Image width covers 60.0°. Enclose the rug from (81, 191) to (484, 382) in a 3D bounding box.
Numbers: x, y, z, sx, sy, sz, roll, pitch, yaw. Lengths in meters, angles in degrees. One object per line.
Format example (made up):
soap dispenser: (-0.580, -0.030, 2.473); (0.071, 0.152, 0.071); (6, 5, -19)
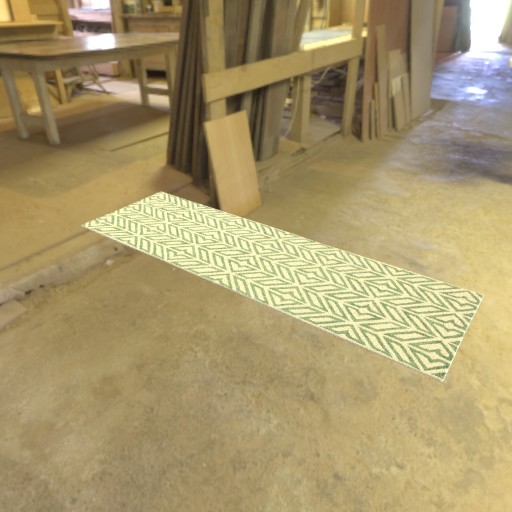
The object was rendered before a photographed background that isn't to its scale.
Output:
rug: (0.000, 0.000, 2.697); (2.435, 0.009, 0.750); (20, 36, 30)
